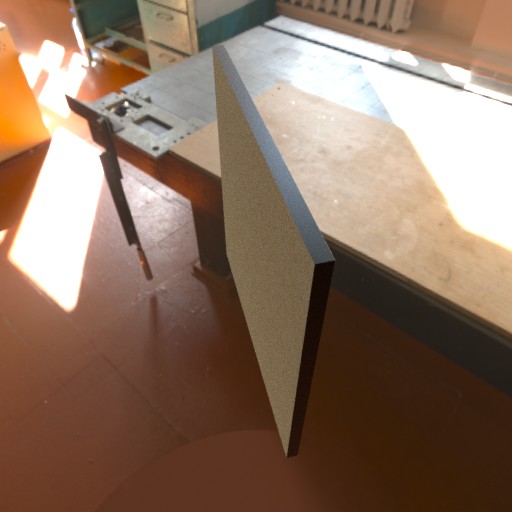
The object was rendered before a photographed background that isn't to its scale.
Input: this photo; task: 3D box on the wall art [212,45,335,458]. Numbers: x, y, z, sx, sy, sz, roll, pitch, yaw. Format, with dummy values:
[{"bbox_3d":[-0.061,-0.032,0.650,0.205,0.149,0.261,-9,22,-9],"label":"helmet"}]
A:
[{"bbox_3d":[0.000,0.000,1.159,0.031,0.775,0.773,-11,48,-10],"label":"wall art"}]
